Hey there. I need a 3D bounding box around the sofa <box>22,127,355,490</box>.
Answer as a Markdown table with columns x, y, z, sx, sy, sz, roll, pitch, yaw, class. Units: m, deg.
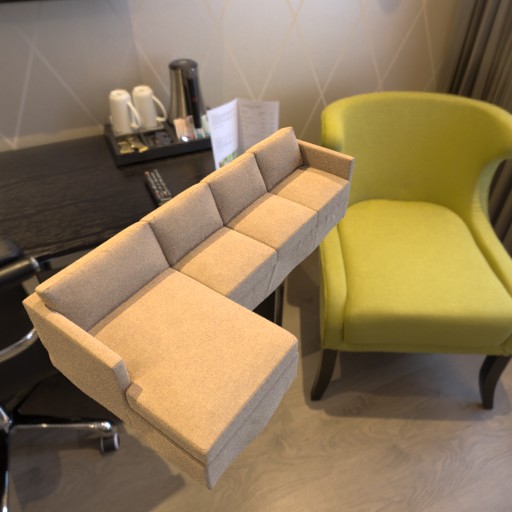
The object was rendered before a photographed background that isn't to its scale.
| x | y | z | sx | sy | sz | roll | pitch | yaw | class |
| --- | --- | --- | --- | --- | --- | --- | --- | --- | --- |
| 0.000 | 0.000 | 3.767 | 1.638 | 0.920 | 3.198 | 25 | 46 | 26 | sofa |
